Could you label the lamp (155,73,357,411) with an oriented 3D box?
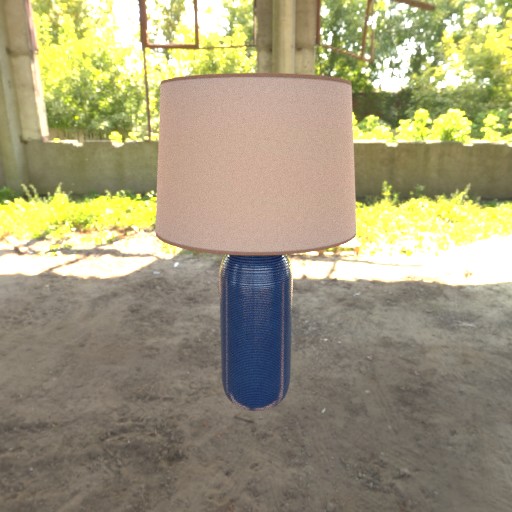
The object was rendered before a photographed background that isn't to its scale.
[{"bbox_3d":[0.000,0.000,0.841,0.367,0.609,0.367,0,16,0],"label":"lamp"}]
